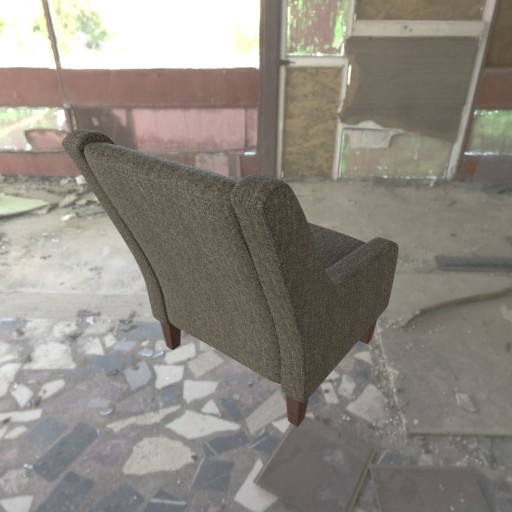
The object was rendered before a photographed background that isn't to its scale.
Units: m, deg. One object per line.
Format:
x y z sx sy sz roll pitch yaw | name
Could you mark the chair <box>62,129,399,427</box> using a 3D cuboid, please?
0.000 0.000 1.696 0.793 1.012 0.944 21 36 32 | chair
